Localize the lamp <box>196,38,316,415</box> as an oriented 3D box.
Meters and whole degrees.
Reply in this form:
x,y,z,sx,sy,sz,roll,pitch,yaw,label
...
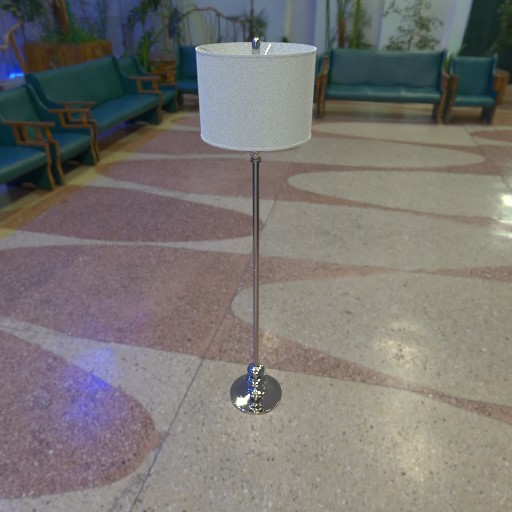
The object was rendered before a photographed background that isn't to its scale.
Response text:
x,y,z,sx,sy,sz,roll,pitch,yaw,label
0.000,0.000,1.678,0.356,1.487,0.356,8,32,14,lamp
